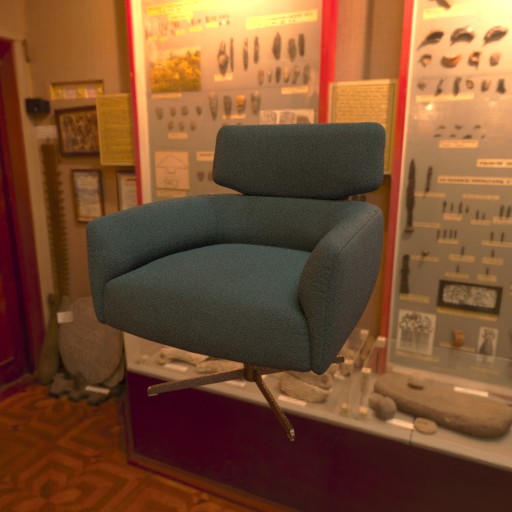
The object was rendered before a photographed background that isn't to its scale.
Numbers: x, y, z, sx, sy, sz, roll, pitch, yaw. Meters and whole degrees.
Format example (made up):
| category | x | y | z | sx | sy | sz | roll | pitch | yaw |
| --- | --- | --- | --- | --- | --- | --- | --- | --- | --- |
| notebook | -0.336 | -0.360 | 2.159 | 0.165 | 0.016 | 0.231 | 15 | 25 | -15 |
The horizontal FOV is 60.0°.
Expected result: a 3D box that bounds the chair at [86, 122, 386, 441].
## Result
| category | x | y | z | sx | sy | sz | roll | pitch | yaw |
| --- | --- | --- | --- | --- | --- | --- | --- | --- | --- |
| chair | 0.000 | 0.000 | 1.375 | 0.738 | 0.813 | 0.761 | 7 | 16 | 26 |
